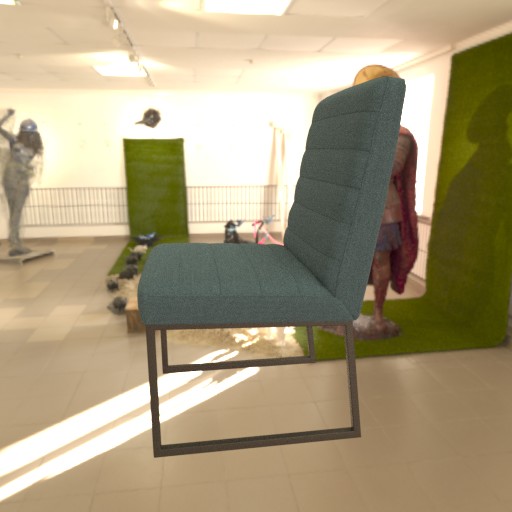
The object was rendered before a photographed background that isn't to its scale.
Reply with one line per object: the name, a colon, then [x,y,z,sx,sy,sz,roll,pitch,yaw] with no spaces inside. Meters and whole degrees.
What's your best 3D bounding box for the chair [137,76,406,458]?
chair: [0.000,0.000,1.289,0.634,0.930,0.520,-2,14,-8]
